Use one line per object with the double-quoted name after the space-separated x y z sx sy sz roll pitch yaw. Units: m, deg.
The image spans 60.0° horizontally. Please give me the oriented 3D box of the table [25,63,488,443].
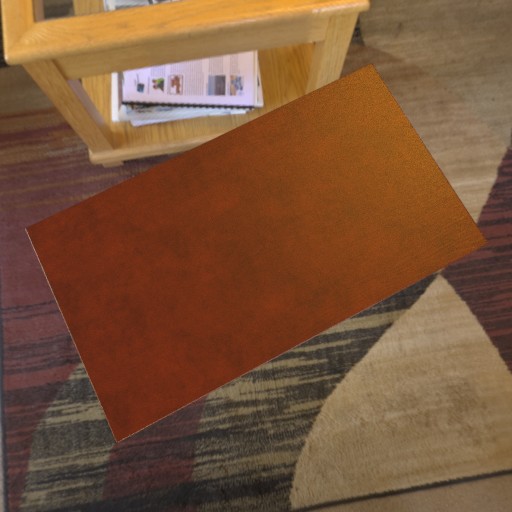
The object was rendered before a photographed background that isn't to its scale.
0.000 0.000 1.254 0.943 0.456 0.533 -27 79 -6 "table"
